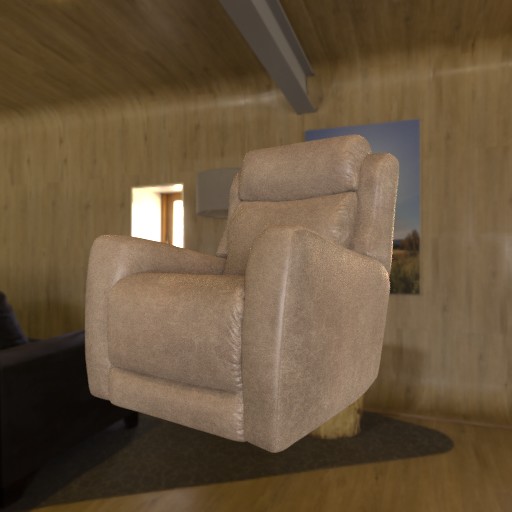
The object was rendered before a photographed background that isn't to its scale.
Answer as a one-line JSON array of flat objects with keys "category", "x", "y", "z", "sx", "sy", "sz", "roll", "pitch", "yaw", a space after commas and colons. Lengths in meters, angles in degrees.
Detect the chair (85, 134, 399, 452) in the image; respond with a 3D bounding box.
[{"category": "chair", "x": 0.000, "y": 0.000, "z": 1.880, "sx": 0.965, "sy": 1.116, "sz": 1.068, "roll": 0, "pitch": 0, "yaw": 36}]
